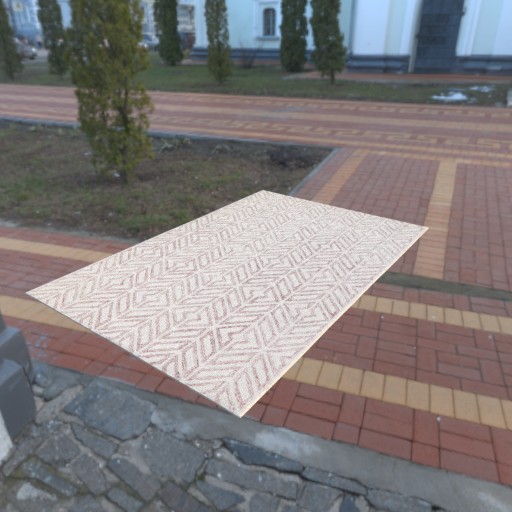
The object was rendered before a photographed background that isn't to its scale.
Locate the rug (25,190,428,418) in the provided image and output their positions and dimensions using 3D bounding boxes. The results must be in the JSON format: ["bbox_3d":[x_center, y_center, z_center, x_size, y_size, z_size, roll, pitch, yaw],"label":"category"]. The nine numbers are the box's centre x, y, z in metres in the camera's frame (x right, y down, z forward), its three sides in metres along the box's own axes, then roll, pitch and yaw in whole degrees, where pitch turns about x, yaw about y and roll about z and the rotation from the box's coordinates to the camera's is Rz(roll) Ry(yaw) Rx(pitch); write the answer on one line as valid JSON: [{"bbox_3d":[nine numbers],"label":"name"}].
[{"bbox_3d":[0.000,0.000,2.314,1.220,0.007,1.828,18,32,32],"label":"rug"}]
